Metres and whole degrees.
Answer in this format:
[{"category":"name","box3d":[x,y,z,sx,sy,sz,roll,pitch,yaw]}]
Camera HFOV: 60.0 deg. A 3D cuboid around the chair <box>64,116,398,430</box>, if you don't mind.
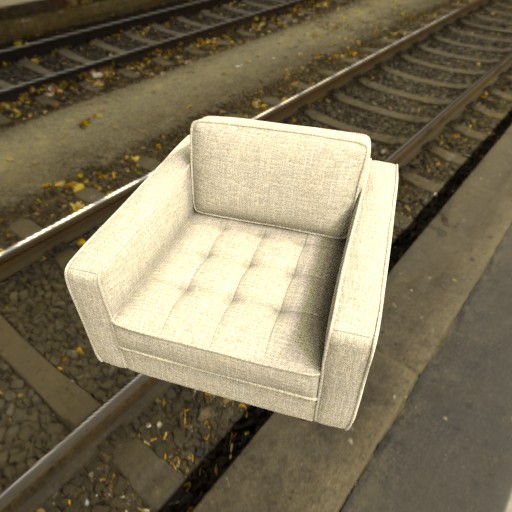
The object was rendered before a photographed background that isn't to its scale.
[{"category":"chair","box3d":[0.000,0.000,1.587,0.889,0.765,0.914,11,42,13]}]
